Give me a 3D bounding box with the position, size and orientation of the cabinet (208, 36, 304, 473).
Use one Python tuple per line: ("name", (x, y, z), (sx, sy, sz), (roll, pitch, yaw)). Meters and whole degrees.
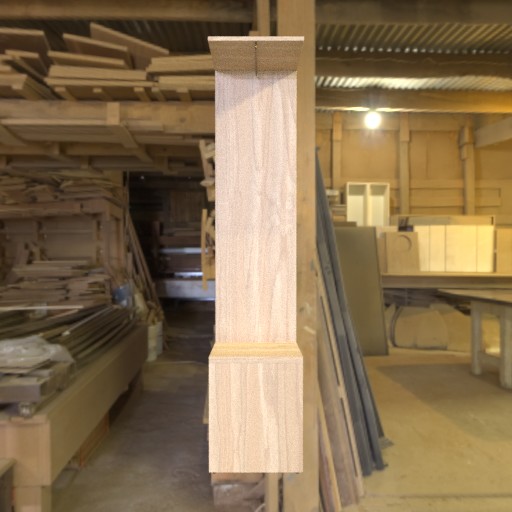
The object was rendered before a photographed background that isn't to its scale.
("cabinet", (0.000, 0.000, 2.073), (0.411, 1.879, 0.338), (0, 1, 0))
